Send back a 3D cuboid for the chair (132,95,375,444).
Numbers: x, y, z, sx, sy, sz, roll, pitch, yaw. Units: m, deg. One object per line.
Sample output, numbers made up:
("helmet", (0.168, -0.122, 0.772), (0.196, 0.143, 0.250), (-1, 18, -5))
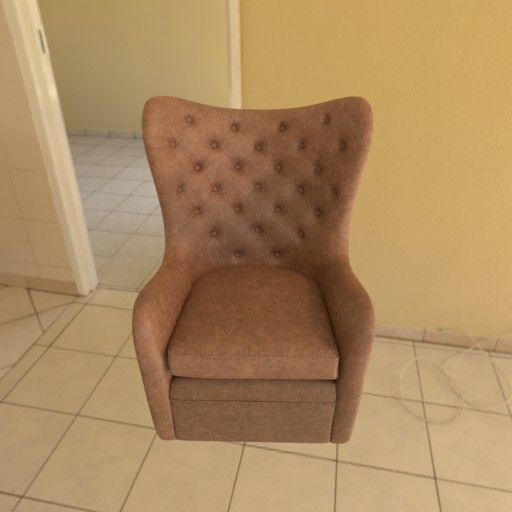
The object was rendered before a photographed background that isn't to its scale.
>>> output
("chair", (0.000, 0.000, 1.712), (0.831, 1.079, 0.930), (1, 31, 1))
